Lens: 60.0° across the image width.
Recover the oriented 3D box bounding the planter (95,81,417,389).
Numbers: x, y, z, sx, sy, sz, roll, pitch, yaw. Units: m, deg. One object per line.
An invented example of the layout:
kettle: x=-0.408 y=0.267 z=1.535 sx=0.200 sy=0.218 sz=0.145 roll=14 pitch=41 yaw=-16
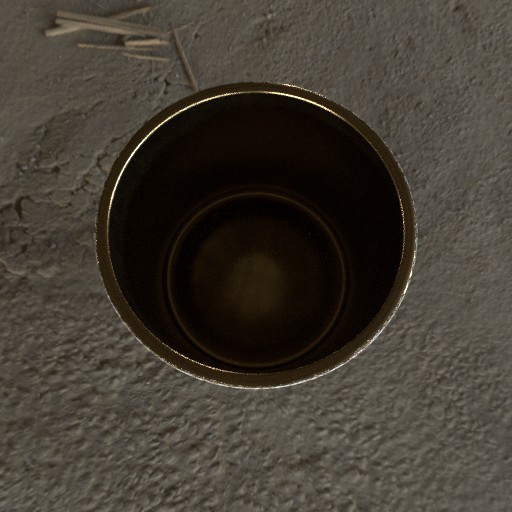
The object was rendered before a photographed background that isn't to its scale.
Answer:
planter: x=0.000 y=0.000 z=0.448 sx=0.254 sy=0.221 sz=0.254 roll=0 pitch=76 yaw=0
